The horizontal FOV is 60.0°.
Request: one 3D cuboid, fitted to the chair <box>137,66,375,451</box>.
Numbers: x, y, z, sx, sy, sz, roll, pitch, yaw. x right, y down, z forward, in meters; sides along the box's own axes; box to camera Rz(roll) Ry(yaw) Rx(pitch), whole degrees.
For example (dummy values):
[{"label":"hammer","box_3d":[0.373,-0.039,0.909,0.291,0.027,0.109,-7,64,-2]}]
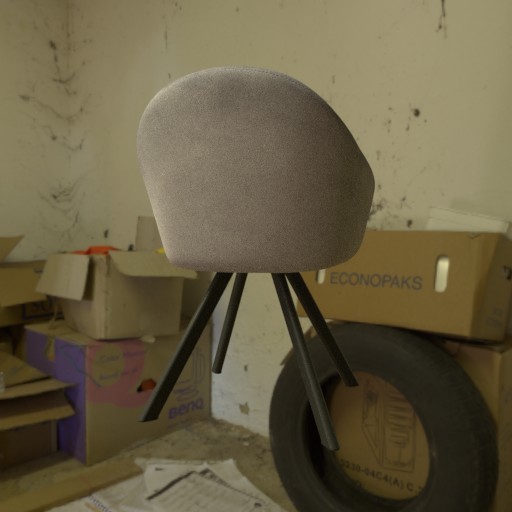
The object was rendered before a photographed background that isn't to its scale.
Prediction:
[{"label":"chair","box_3d":[0.000,0.000,1.138,0.570,0.780,0.540,1,2,18]}]
